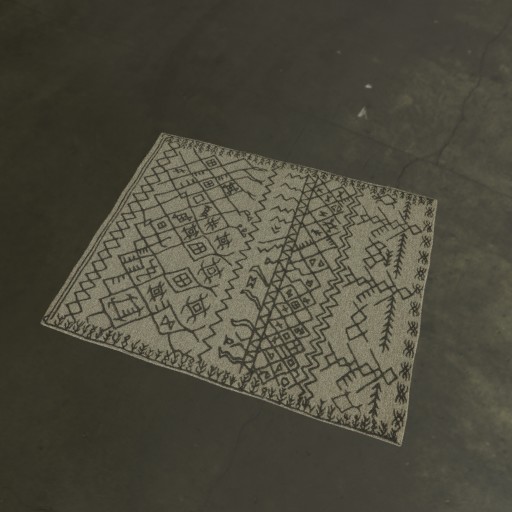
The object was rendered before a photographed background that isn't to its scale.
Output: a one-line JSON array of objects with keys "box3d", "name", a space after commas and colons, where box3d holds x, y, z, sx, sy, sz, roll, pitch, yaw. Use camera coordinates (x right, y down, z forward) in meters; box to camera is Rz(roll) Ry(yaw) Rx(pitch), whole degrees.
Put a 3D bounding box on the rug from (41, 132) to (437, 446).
[{"box3d": [0.000, 0.000, 3.282, 2.455, 0.025, 1.964, 16, 59, 10], "name": "rug"}]
